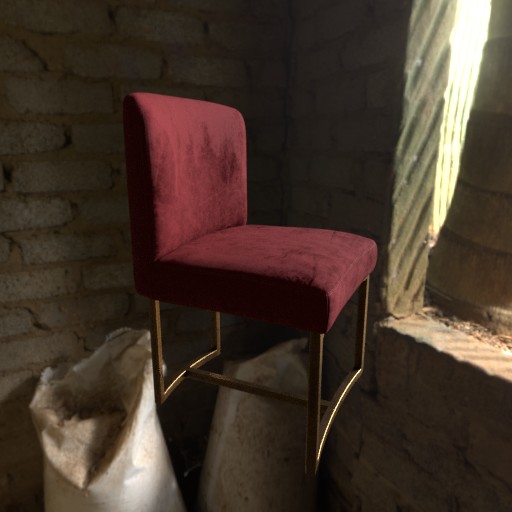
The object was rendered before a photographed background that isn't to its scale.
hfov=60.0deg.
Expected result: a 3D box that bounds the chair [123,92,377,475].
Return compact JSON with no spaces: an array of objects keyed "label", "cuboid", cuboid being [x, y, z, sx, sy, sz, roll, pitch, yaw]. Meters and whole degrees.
[{"label":"chair","cuboid":[0.000,0.000,1.190,0.560,0.824,0.530,7,16,24]}]
